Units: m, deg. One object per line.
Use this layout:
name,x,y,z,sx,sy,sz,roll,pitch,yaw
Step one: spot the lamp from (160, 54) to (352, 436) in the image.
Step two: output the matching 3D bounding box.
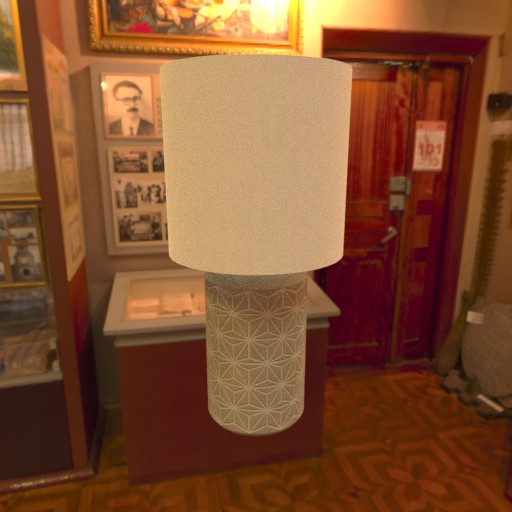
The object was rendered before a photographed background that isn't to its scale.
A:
lamp,0.000,0.000,0.536,0.206,0.416,0.206,-3,15,-10
